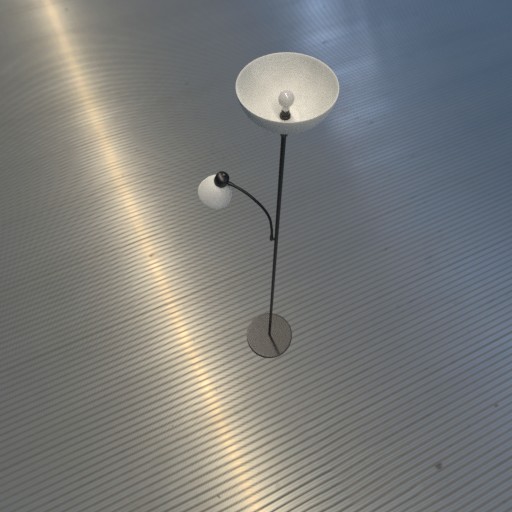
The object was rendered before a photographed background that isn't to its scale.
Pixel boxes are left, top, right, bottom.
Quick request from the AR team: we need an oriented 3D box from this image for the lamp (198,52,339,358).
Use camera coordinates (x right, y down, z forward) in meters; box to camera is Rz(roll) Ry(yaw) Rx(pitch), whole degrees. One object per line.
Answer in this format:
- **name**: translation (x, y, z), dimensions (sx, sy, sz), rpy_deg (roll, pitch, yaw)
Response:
- **lamp**: translation (0.000, 0.000, 1.925), dimensions (0.442, 1.804, 0.279), rpy_deg (17, 61, 10)
